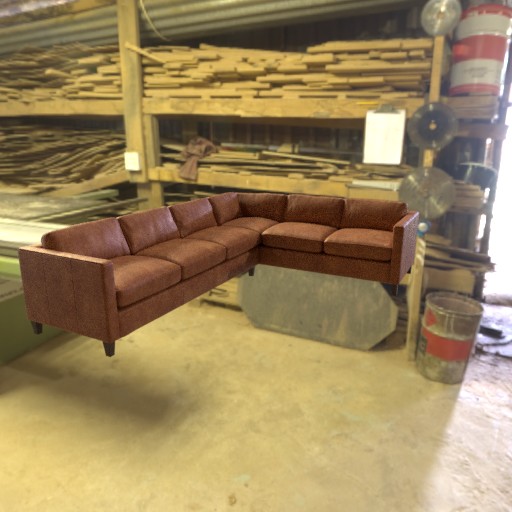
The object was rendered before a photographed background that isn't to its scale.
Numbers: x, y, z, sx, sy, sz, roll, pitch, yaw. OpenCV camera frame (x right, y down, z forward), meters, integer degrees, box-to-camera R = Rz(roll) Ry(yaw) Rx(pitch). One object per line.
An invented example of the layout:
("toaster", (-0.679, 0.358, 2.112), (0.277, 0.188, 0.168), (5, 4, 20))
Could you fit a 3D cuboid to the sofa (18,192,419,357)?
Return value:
("sofa", (0.000, 0.000, 4.193), (2.438, 0.838, 3.167), (8, 17, 27))
